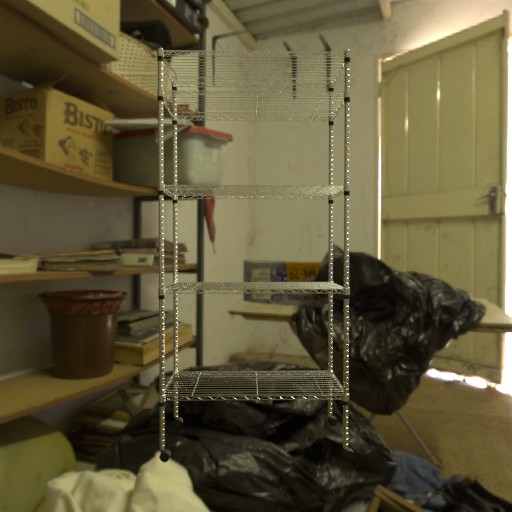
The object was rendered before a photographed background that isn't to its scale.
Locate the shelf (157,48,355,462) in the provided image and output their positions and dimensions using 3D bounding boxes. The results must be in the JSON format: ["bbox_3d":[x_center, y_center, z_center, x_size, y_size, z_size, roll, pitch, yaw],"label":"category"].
[{"bbox_3d":[0.000,0.000,1.880,0.762,1.587,0.356,0,1,-1],"label":"shelf"}]
